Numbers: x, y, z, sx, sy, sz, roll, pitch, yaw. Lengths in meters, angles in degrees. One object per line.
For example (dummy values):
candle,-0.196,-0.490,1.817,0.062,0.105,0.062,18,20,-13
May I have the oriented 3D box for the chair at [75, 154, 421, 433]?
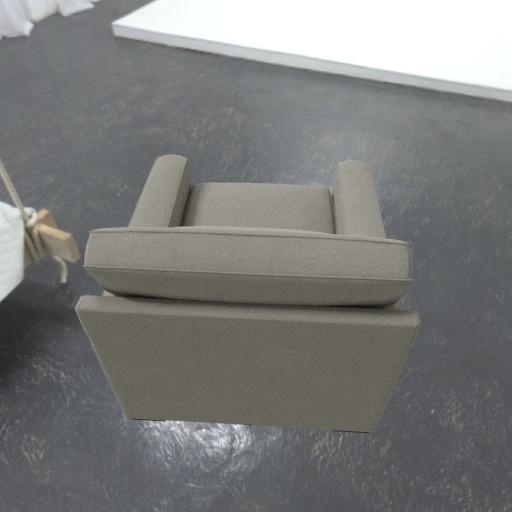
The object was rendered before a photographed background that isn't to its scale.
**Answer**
chair,0.000,0.000,1.805,0.999,0.934,1.044,2,45,2
